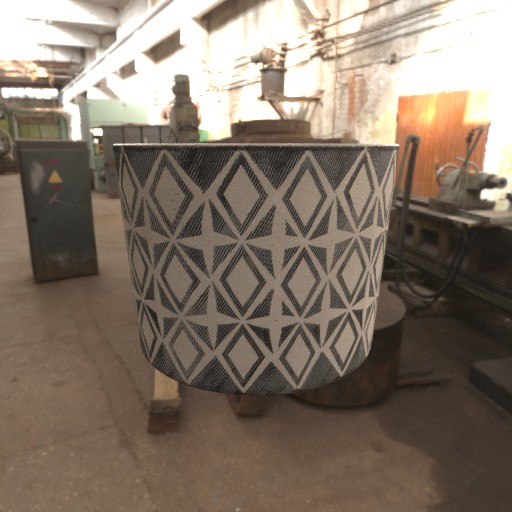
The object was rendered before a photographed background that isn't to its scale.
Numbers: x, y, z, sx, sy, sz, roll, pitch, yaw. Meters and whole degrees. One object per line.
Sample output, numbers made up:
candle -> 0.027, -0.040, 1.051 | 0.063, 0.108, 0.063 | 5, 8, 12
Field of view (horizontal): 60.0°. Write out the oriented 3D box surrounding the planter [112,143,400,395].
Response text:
planter -> 0.000, 0.000, 0.447 | 0.260, 0.220, 0.260 | 0, 14, 0
